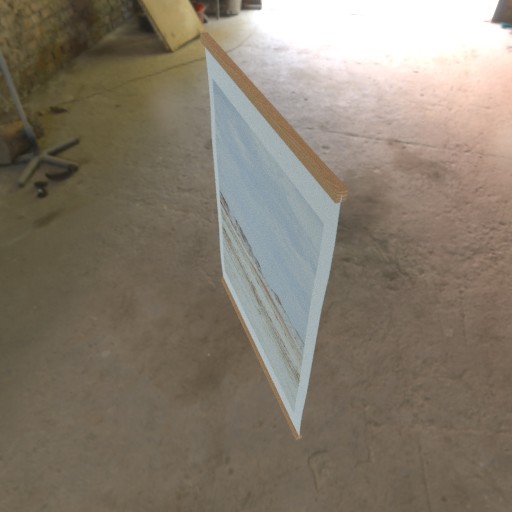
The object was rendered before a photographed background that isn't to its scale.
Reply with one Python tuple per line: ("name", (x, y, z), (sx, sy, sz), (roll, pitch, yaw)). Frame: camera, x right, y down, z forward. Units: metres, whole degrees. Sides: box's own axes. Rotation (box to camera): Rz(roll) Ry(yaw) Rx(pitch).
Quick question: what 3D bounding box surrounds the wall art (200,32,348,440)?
("wall art", (0.000, 0.000, 1.318), (0.020, 1.016, 0.739), (-16, 48, -15))
